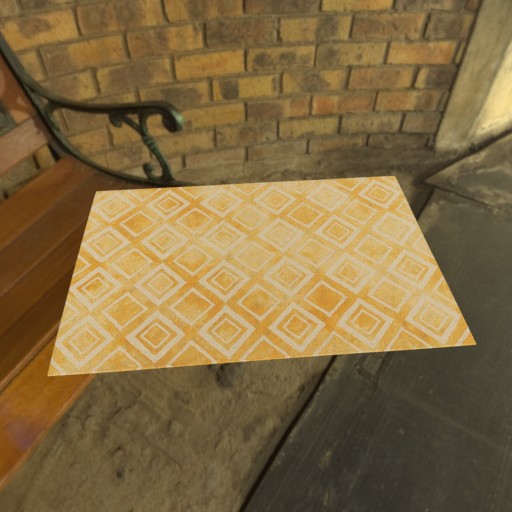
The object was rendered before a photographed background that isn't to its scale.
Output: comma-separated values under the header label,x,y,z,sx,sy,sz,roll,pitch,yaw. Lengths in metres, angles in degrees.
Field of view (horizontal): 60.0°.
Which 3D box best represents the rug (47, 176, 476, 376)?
label,x,y,z,sx,sy,sz,roll,pitch,yaw
rug,0.000,0.000,2.286,1.829,0.010,1.213,-3,47,-3
